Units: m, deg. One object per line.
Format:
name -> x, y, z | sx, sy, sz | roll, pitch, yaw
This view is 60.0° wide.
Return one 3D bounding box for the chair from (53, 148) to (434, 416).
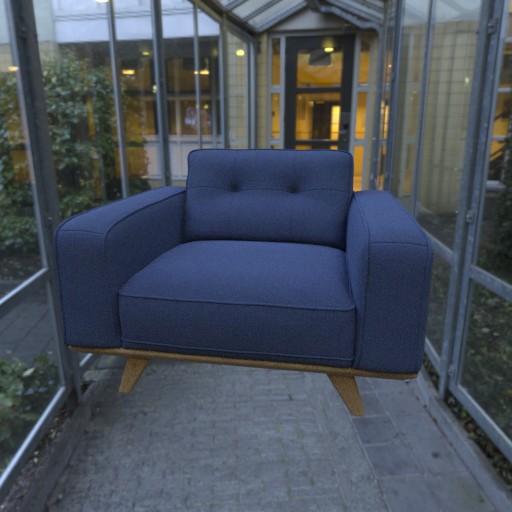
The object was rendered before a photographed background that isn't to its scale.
chair -> 0.000, 0.000, 1.716 | 1.118, 0.783, 0.953 | 3, 16, 9
